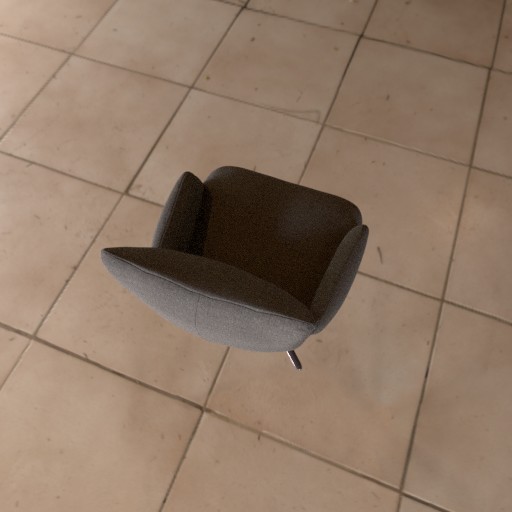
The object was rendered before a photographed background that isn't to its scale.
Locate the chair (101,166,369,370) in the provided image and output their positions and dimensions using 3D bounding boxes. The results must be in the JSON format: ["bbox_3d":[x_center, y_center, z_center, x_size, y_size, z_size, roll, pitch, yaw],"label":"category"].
[{"bbox_3d":[0.000,0.000,1.579,0.702,0.984,0.831,18,64,9],"label":"chair"}]
